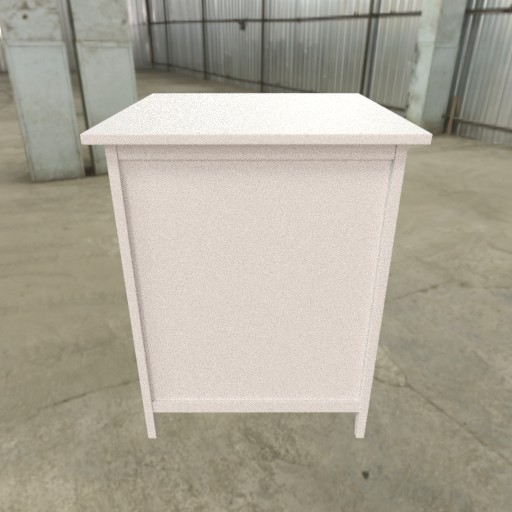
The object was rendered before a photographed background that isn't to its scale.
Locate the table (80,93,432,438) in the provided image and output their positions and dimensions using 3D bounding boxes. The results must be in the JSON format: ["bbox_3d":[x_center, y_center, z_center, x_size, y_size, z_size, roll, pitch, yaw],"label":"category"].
[{"bbox_3d":[0.000,0.000,0.755,0.381,0.483,0.381,0,26,0],"label":"table"}]
